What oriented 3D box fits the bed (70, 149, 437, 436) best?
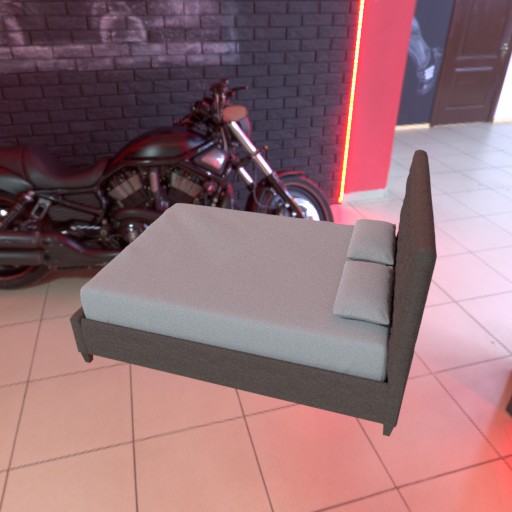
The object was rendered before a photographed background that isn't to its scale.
[{"bbox_3d":[0.000,0.000,3.507,2.387,1.427,1.698,9,32,14],"label":"bed"}]
